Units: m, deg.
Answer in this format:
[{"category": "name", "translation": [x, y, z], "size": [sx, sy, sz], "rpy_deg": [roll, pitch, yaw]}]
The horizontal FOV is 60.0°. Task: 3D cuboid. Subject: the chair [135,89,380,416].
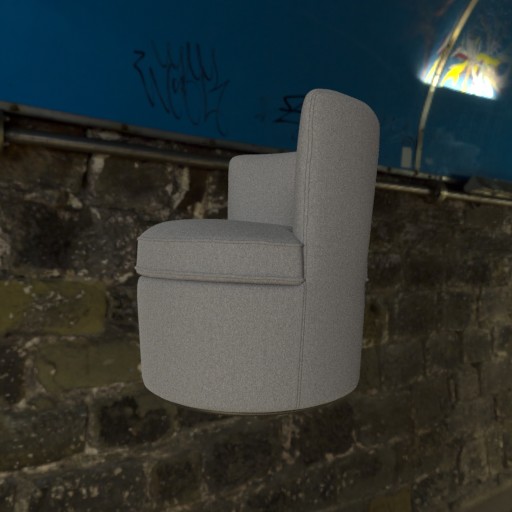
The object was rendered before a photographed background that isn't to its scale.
[{"category": "chair", "translation": [0.000, 0.000, 1.249], "size": [0.660, 0.719, 0.689], "rpy_deg": [0, 0, -18]}]
